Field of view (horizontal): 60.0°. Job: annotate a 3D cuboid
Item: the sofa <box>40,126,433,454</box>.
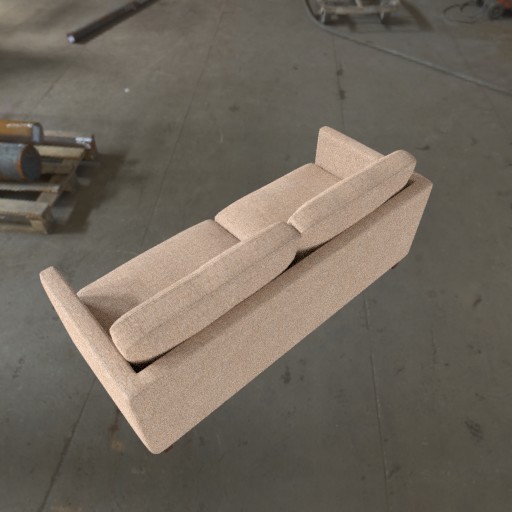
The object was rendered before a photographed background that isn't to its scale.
[{"bbox_3d":[0.000,0.000,2.722,2.208,0.965,0.951,-33,55,-27],"label":"sofa"}]
